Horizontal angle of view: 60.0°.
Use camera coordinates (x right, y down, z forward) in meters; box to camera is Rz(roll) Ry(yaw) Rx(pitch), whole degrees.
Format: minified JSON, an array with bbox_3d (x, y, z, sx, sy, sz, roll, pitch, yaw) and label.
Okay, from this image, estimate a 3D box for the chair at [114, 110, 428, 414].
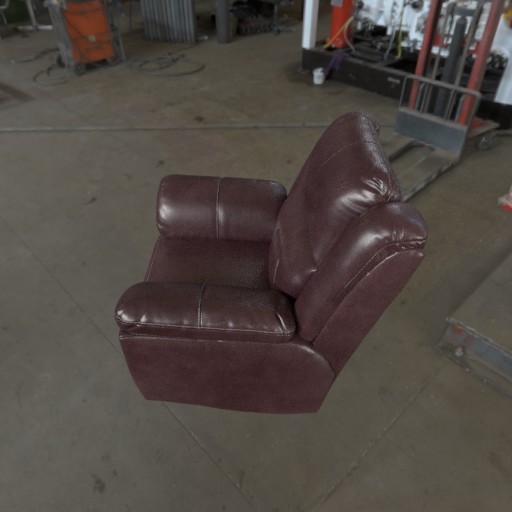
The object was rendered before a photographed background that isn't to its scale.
[{"bbox_3d":[0.000,0.000,1.915,1.041,1.093,0.990,1,40,1],"label":"chair"}]
